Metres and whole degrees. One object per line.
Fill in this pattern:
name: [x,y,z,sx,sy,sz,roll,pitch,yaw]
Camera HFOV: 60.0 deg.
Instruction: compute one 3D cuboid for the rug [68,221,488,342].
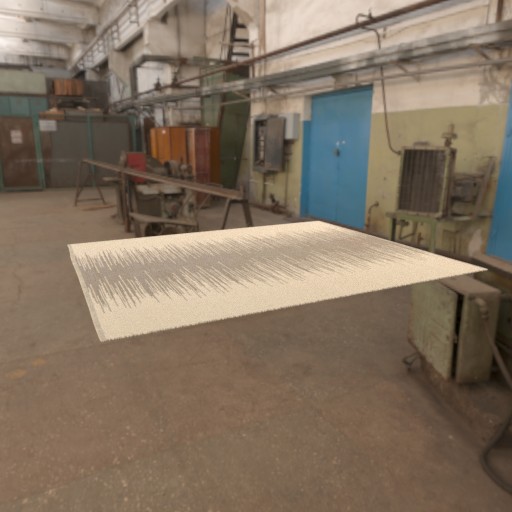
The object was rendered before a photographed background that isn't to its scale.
rug: [0.000,0.000,4.034,3.037,0.010,2.453,-7,16,-25]
